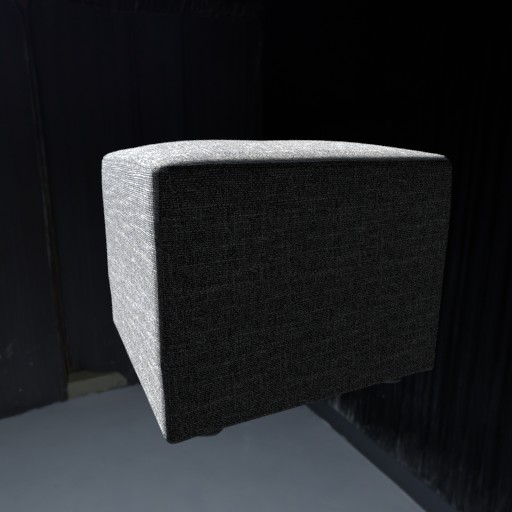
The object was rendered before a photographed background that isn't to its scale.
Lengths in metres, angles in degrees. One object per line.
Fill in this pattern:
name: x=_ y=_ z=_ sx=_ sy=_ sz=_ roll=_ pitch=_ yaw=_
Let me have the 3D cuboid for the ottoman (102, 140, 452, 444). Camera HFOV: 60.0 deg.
ottoman: x=0.000 y=0.000 z=0.898 sx=0.521 sy=0.453 sz=0.512 roll=-7 pitch=16 yaw=-25
